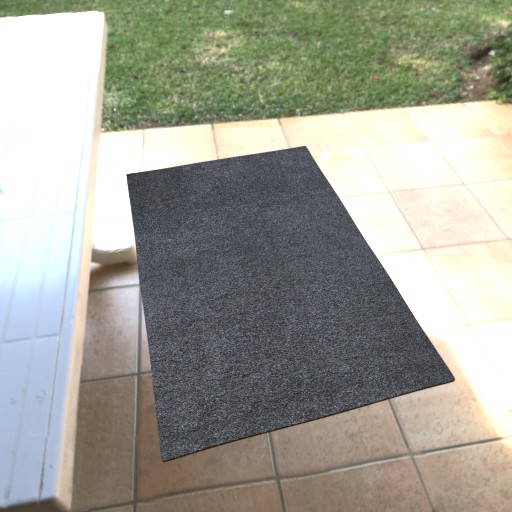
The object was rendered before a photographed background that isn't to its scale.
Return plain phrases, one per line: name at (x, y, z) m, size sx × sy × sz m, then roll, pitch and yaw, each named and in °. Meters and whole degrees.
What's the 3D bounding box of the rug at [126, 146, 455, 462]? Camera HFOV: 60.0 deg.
rug at (0.000, 0.000, 3.455) m, size 1.802 × 0.026 × 2.699 m, roll -11°, pitch 47°, yaw -11°
